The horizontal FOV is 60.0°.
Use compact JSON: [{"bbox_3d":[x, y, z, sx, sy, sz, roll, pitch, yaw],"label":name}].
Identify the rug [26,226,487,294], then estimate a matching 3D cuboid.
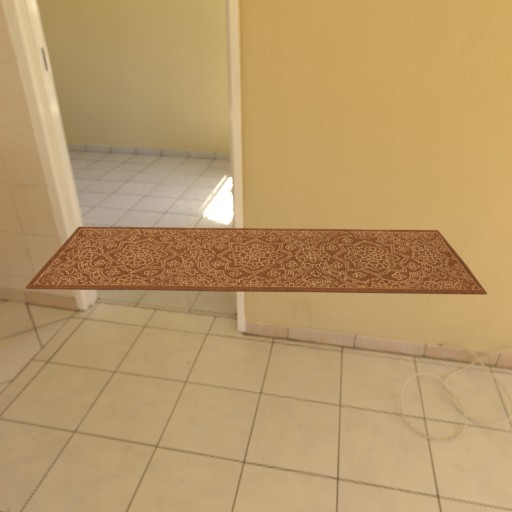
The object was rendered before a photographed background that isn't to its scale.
[{"bbox_3d":[0.000,0.000,2.673,2.448,0.012,0.769,1,29,1],"label":"rug"}]
